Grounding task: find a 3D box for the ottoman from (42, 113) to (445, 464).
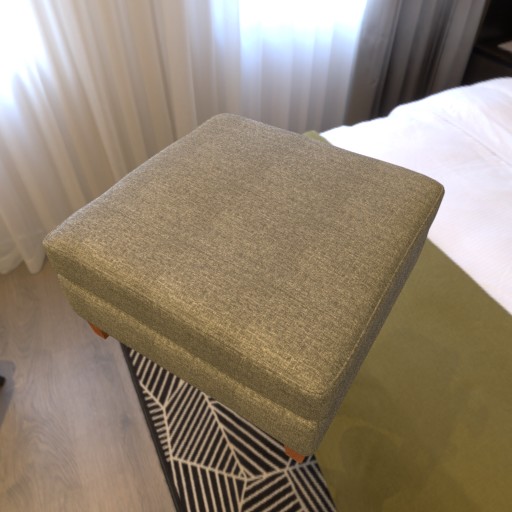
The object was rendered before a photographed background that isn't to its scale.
[{"bbox_3d":[0.000,0.000,1.353,0.838,0.481,0.838,25,51,22],"label":"ottoman"}]
